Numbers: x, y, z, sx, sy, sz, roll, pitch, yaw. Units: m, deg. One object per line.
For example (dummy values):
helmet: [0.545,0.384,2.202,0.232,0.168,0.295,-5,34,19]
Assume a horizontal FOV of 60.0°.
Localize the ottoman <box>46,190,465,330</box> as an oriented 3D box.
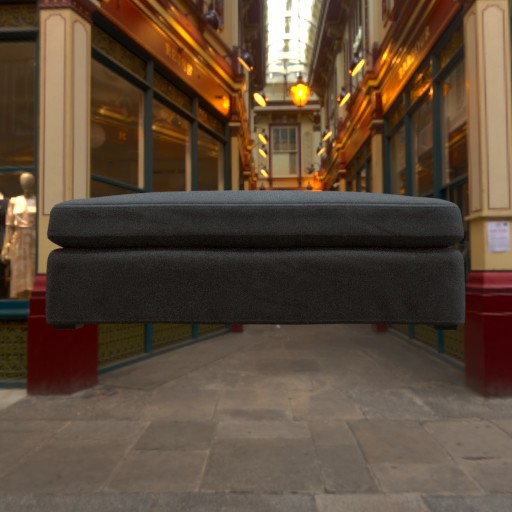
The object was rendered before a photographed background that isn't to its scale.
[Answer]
ottoman: [0.000,0.000,1.626,1.199,0.429,0.840,0,-1,1]
